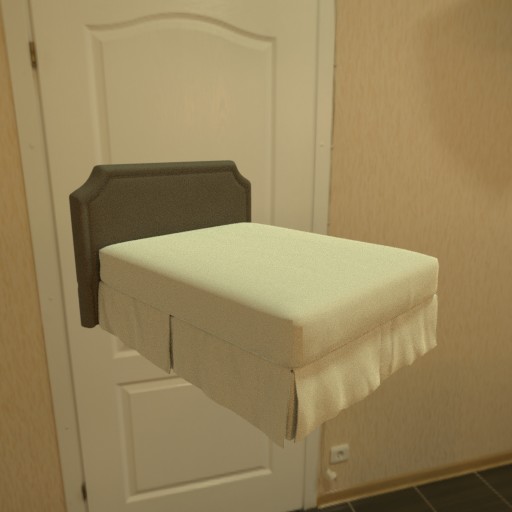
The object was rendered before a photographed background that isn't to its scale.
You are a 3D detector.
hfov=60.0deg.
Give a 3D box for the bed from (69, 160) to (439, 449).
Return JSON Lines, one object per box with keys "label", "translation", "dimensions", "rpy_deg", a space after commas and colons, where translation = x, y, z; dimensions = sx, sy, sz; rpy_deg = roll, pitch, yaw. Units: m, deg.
{"label": "bed", "translation": [0.000, 0.000, 3.279], "dimensions": [1.831, 1.297, 2.181], "rpy_deg": [-14, 20, -43]}
